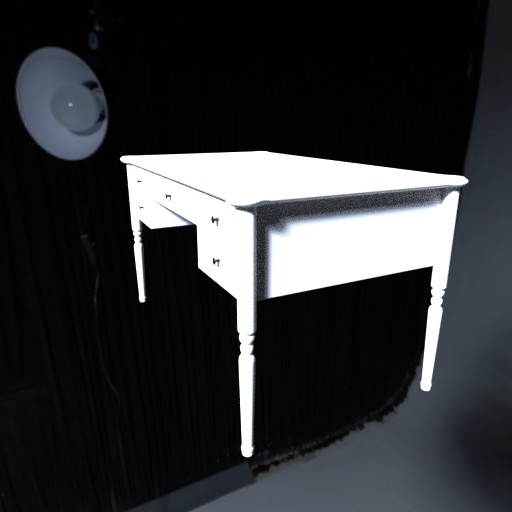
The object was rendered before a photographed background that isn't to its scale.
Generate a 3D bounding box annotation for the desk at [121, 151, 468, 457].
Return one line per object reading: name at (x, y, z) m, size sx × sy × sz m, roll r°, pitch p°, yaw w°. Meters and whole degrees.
desk at (0.000, 0.000, 1.872) m, size 0.807 × 0.762 × 1.380 m, roll -9°, pitch 19°, yaw -26°
